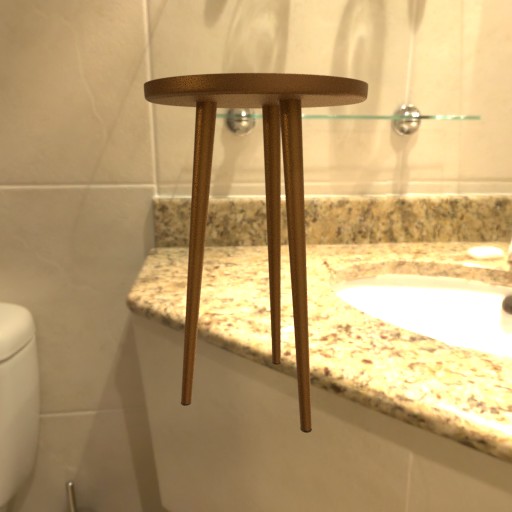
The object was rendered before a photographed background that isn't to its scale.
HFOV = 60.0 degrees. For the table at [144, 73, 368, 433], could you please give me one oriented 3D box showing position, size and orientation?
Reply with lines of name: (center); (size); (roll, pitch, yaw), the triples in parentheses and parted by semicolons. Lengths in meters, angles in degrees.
table: (0.000, 0.000, 0.671); (0.299, 0.480, 0.299); (-14, 21, -41)
